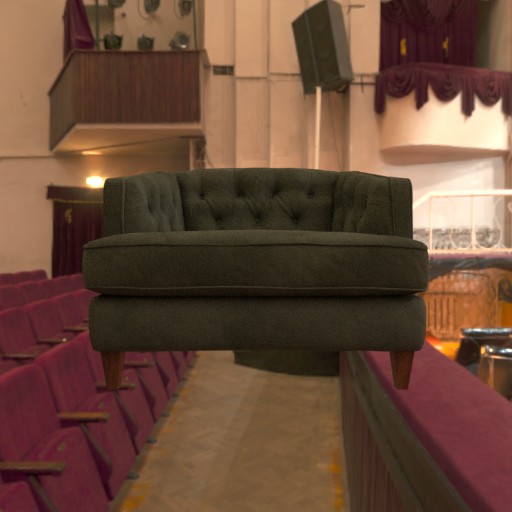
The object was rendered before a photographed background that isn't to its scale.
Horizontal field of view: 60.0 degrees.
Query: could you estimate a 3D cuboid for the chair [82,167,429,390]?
[{"bbox_3d":[0.000,0.000,1.799,1.104,0.852,0.941,0,1,0],"label":"chair"}]
